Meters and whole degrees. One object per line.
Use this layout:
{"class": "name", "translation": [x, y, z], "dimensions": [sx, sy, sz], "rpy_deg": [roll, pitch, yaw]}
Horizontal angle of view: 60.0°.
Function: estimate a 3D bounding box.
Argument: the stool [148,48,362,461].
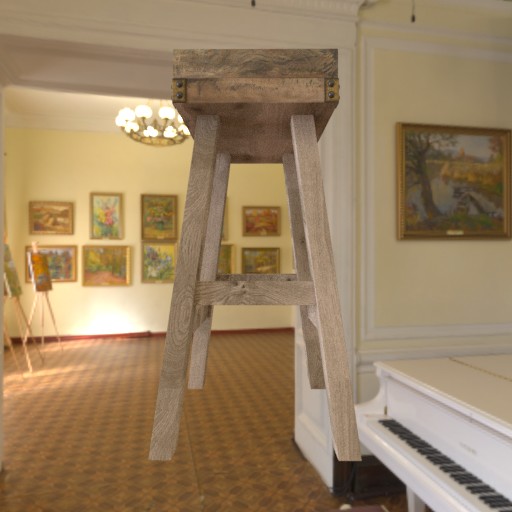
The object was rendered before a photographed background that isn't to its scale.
{"class": "stool", "translation": [0.000, 0.000, 0.900], "dimensions": [0.330, 0.635, 0.450], "rpy_deg": [0, 0, 0]}
